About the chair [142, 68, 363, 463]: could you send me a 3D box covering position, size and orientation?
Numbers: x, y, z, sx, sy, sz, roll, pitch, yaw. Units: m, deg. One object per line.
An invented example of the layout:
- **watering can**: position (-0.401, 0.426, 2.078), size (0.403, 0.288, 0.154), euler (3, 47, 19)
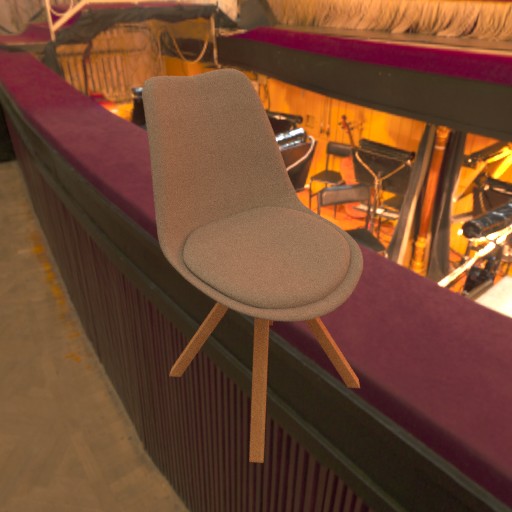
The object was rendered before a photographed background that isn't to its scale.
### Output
- **chair**: position (0.000, 0.000, 1.189), size (0.474, 0.863, 0.549), euler (-23, 38, -33)
